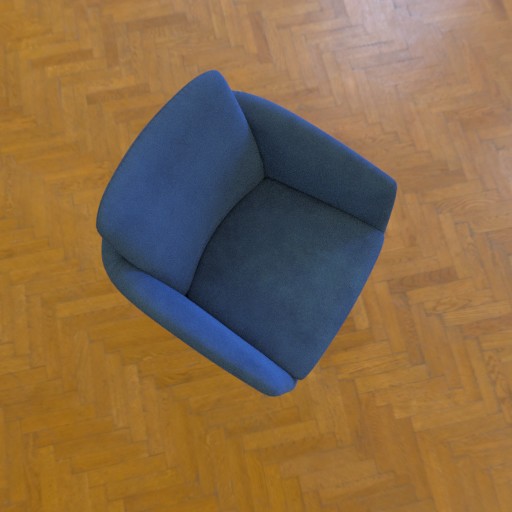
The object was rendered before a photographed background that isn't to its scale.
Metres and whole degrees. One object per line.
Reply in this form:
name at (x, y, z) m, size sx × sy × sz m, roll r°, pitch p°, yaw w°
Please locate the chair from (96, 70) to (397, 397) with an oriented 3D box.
chair at (0.000, 0.000, 1.334) m, size 0.635 × 0.908 × 0.641 m, roll 31°, pitch 78°, yaw 8°
